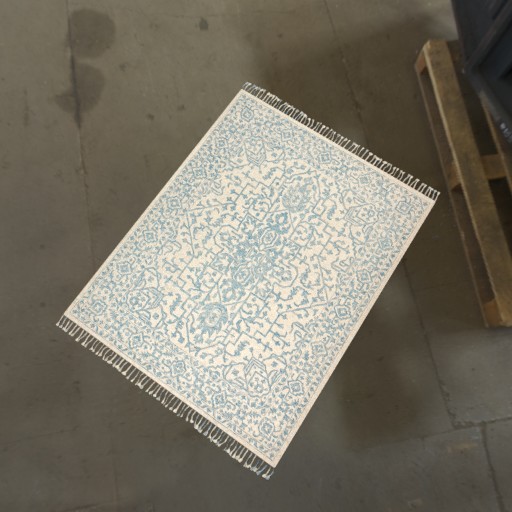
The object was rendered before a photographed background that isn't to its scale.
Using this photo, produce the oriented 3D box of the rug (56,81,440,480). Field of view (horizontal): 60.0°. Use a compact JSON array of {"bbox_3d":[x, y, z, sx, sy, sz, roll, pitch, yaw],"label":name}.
[{"bbox_3d":[0.000,0.000,4.438,2.464,0.010,3.327,33,77,9],"label":"rug"}]
